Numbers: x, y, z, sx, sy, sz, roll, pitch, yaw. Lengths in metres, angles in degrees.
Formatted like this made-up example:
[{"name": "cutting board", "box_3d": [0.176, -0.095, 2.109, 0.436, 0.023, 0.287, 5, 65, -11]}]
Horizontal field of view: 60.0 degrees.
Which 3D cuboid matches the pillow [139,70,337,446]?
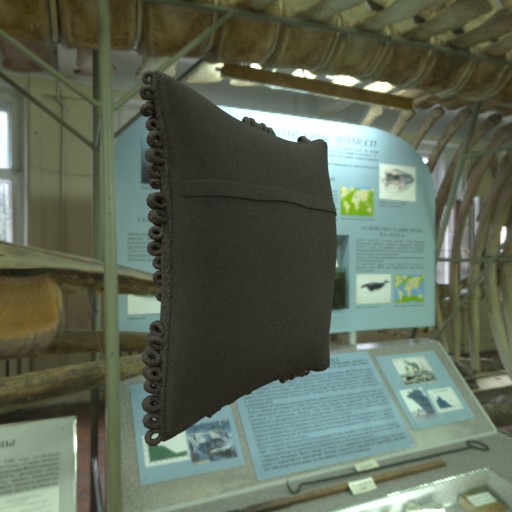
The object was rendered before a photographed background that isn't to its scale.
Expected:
[{"name": "pillow", "box_3d": [0.000, 0.000, 0.725, 0.172, 0.467, 0.470, 0, 0, 36]}]
